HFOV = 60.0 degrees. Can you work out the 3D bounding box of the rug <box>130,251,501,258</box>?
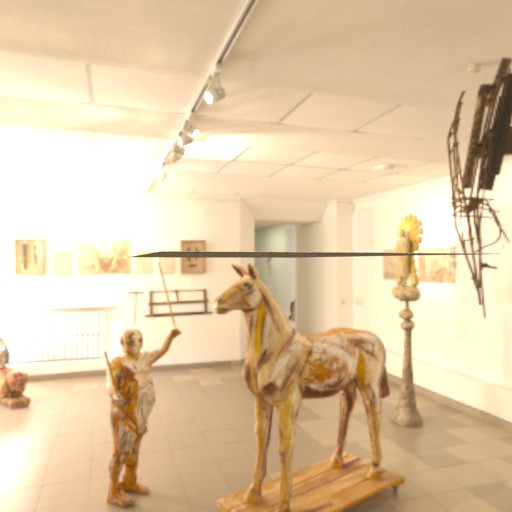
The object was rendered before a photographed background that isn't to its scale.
[{"bbox_3d":[0.000,0.000,2.924,1.524,0.005,2.439,0,-1,-19],"label":"rug"}]
